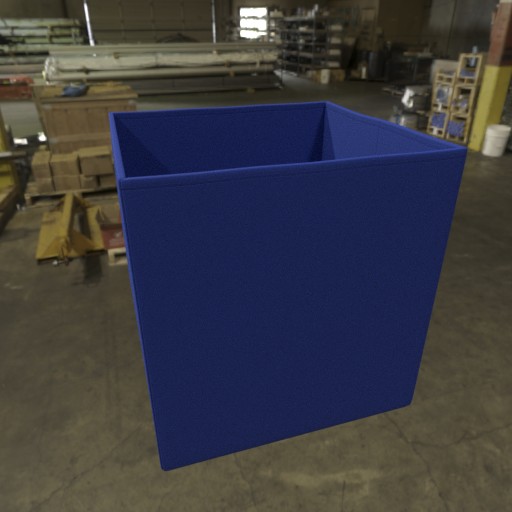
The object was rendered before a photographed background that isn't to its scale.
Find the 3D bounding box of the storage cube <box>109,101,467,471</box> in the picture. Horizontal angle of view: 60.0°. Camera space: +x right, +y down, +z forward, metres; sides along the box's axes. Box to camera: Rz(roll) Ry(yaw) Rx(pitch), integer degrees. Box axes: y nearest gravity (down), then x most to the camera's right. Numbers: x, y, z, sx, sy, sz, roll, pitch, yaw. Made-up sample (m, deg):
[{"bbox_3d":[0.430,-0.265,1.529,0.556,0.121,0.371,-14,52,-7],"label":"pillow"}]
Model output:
[{"bbox_3d":[0.000,0.000,0.486,0.270,0.280,0.270,-8,29,-16],"label":"storage cube"}]
